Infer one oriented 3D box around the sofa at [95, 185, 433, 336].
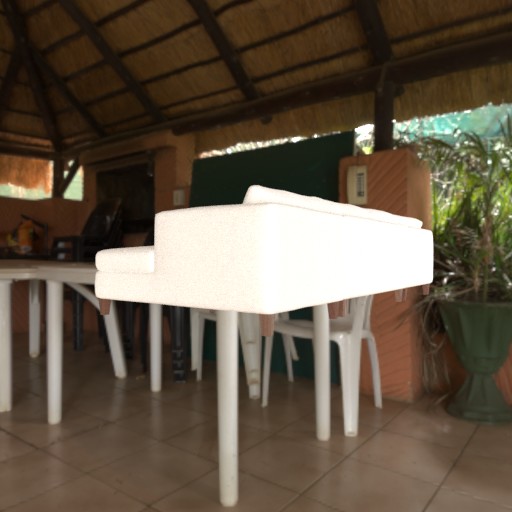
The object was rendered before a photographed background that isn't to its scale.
[{"bbox_3d":[0.000,0.000,4.343,2.551,0.853,3.238,0,0,36],"label":"sofa"}]
